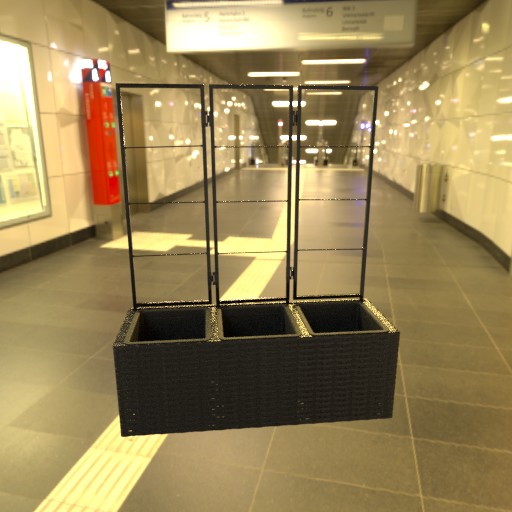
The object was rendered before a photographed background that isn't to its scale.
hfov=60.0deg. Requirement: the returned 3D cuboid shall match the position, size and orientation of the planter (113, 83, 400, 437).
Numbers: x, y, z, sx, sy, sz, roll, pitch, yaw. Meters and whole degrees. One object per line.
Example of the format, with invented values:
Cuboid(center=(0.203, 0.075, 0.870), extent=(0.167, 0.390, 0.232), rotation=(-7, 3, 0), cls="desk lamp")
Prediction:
Cuboid(center=(0.000, 0.000, 1.132), extent=(0.698, 0.841, 0.244), rotation=(-2, 15, -6), cls="planter")
